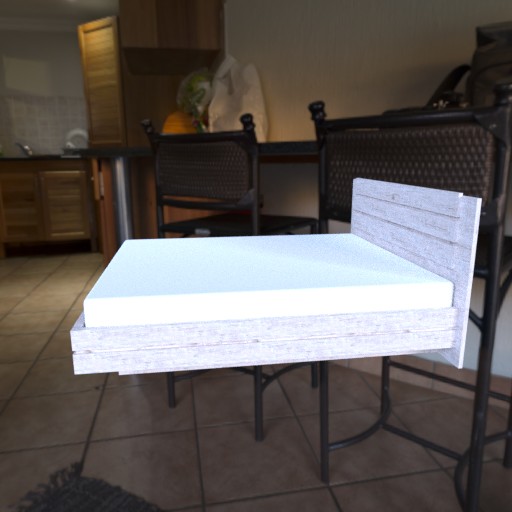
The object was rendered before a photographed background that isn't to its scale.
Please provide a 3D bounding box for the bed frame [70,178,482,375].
[{"bbox_3d":[0.000,0.000,3.073,2.080,0.970,1.750,-2,13,-9],"label":"bed frame"}]
